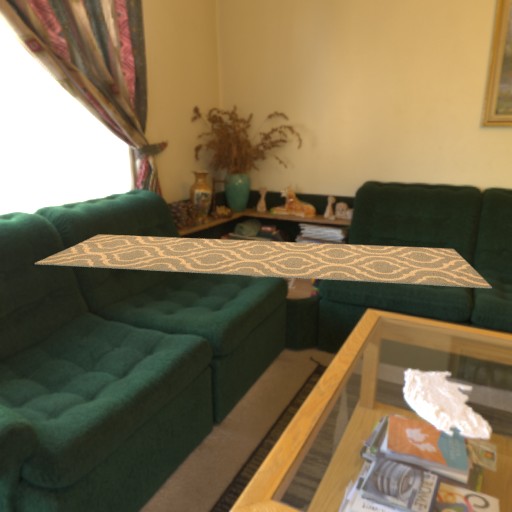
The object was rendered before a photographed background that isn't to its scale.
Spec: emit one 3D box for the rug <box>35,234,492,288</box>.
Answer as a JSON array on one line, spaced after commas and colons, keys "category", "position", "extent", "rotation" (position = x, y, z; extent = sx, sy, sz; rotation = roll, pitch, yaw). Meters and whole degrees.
[{"category": "rug", "position": [0.000, 0.000, 2.496], "extent": [2.275, 0.009, 0.684], "rotation": [3, 16, 9]}]
